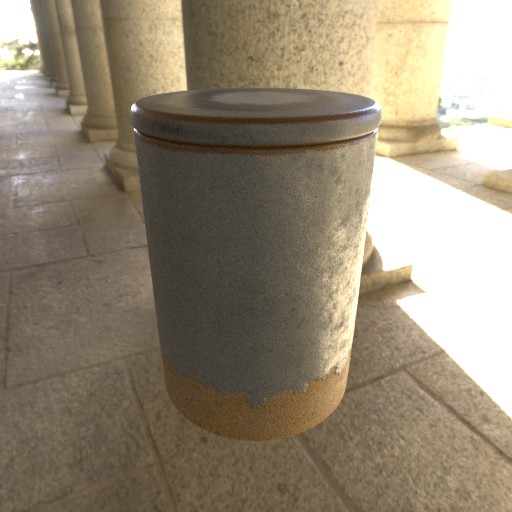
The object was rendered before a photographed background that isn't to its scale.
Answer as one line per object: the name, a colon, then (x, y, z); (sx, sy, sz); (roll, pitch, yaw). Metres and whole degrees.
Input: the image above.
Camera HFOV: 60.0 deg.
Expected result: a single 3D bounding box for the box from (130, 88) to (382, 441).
box: (0.000, 0.000, 0.249); (0.118, 0.168, 0.118); (0, 26, 0)
